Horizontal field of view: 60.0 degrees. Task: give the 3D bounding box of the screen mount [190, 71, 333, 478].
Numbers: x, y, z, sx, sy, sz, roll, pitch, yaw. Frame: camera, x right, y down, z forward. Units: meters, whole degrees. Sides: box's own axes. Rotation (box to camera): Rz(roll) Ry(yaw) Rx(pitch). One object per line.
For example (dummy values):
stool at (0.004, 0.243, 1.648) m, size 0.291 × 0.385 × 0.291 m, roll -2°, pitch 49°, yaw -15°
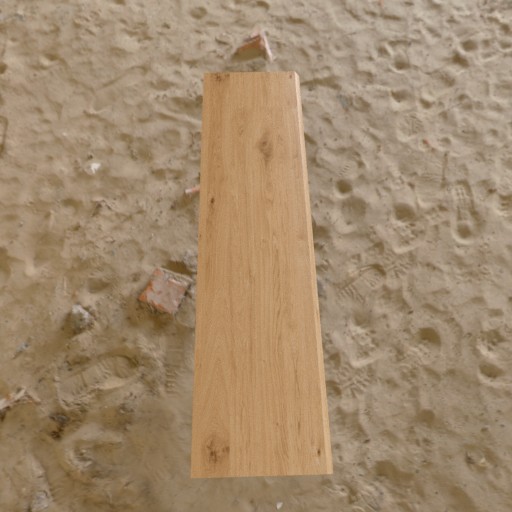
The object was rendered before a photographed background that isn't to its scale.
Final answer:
screen mount at (0.000, 0.000, 1.927) m, size 0.450 × 0.430 × 1.700 m, roll -1°, pitch 66°, yaw -1°
